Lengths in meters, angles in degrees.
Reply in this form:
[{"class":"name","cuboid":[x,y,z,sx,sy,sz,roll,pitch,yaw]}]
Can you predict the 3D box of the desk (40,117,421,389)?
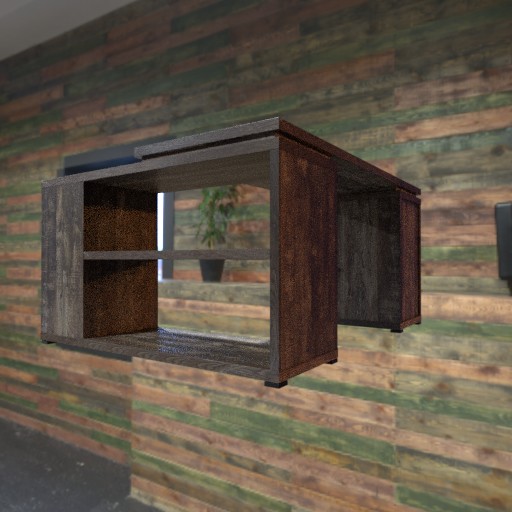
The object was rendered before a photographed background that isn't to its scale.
[{"class":"desk","cuboid":[0.000,0.000,2.195,1.200,0.753,1.524,0,-1,34]}]
